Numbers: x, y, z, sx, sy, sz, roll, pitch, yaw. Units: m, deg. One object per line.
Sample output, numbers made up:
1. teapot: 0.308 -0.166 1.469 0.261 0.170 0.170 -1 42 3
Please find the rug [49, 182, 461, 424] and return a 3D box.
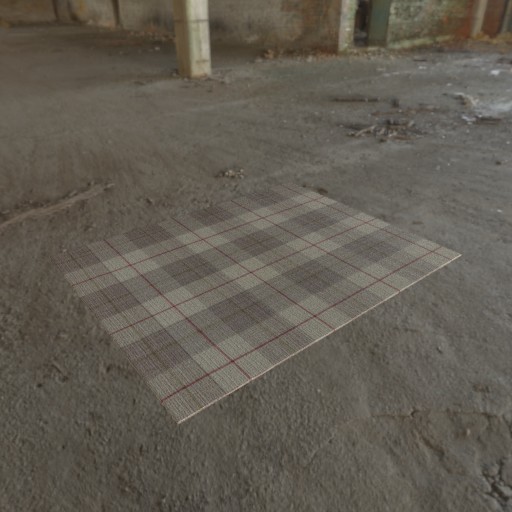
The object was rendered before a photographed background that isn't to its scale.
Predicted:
1. rug: 0.000 0.000 4.042 2.959 0.016 2.317 -22 37 -32
